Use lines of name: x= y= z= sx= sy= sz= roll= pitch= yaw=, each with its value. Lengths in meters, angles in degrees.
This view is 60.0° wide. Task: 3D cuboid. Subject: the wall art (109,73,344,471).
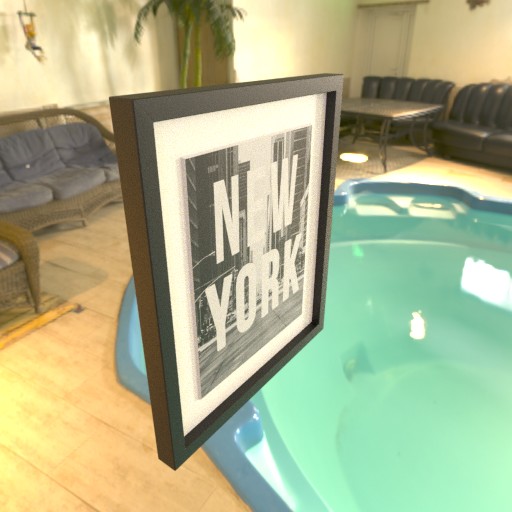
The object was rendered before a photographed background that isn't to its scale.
wall art: x=0.000 y=0.000 z=0.520 sx=0.028 sy=0.381 sz=0.328 roll=18 pitch=31 yaw=32
